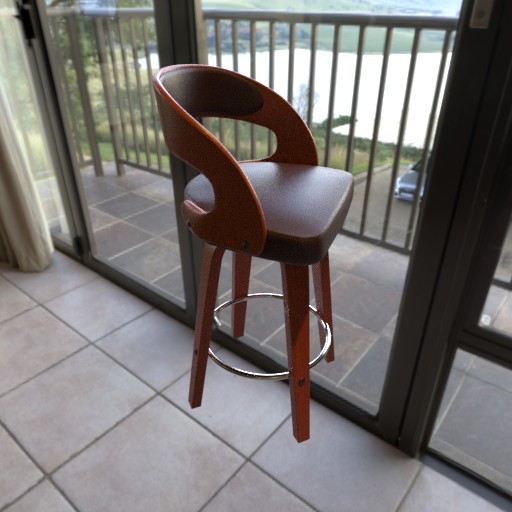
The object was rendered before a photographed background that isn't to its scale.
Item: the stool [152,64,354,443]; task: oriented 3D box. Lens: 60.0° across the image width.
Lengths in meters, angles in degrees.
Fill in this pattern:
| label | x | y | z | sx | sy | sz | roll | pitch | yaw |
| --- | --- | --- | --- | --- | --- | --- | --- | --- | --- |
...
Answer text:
| label | x | y | z | sx | sy | sz | roll | pitch | yaw |
| --- | --- | --- | --- | --- | --- | --- | --- | --- | --- |
| stool | 0.000 | 0.000 | 1.212 | 0.457 | 0.940 | 0.457 | 11 | 32 | 18 |
